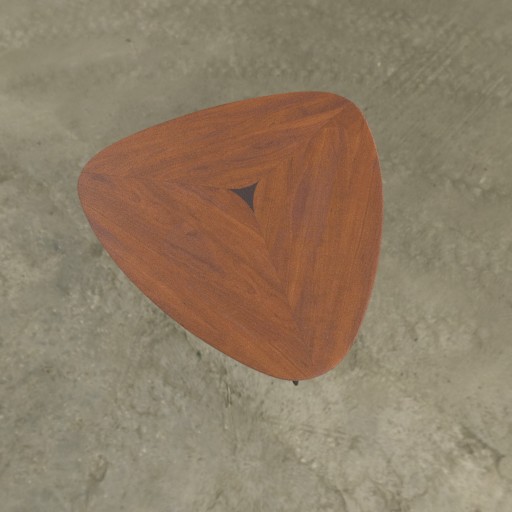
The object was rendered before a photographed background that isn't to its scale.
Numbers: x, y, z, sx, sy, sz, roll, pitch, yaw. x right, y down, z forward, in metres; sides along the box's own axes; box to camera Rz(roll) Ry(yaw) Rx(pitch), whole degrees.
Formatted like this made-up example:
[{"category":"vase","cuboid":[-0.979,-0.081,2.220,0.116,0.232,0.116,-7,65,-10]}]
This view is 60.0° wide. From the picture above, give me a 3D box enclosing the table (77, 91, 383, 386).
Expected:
[{"category":"table","cuboid":[0.000,0.000,1.327,0.833,0.413,0.821,-18,66,-8]}]
